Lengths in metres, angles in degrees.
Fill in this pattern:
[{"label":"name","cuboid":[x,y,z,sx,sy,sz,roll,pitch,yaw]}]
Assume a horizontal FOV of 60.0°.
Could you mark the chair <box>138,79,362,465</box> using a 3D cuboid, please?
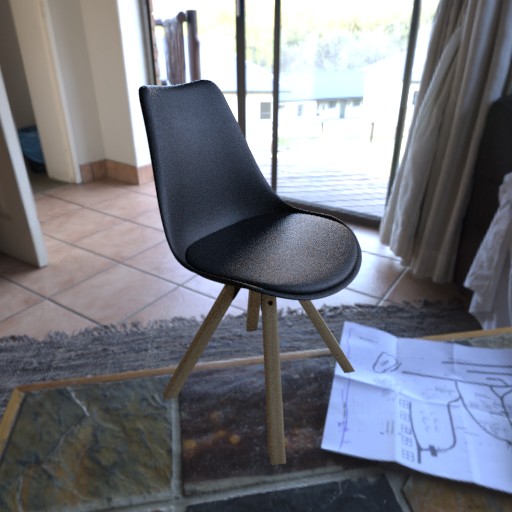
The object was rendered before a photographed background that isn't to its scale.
[{"label":"chair","cuboid":[0.000,0.000,1.192,0.549,0.850,0.485,17,31,31]}]
